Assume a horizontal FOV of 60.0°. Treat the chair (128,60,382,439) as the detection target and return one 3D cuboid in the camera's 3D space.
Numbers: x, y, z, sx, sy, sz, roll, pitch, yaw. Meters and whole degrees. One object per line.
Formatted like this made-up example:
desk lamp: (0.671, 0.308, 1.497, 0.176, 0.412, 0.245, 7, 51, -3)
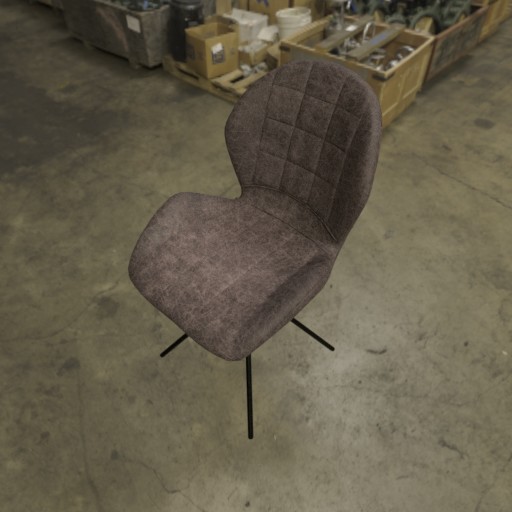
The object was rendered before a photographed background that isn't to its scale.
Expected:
chair: (0.000, 0.000, 1.292, 0.527, 0.934, 0.640, 33, 54, 28)
